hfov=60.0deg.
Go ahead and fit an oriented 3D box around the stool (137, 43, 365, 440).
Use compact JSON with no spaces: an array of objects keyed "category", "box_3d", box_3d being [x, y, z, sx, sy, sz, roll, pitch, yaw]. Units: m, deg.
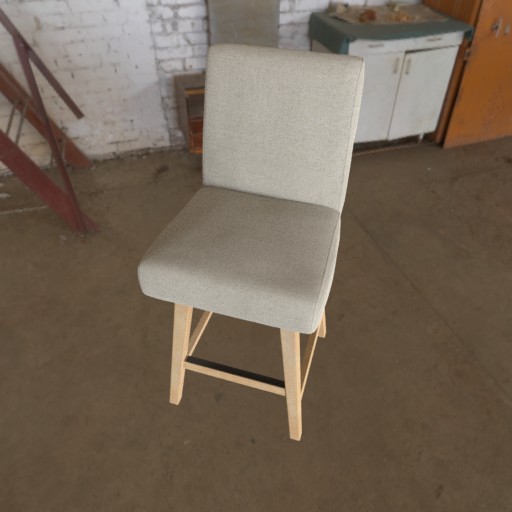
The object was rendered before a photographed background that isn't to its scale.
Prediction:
[{"category":"stool","box_3d":[0.000,0.000,1.400,0.507,1.085,0.606,12,43,13]}]
